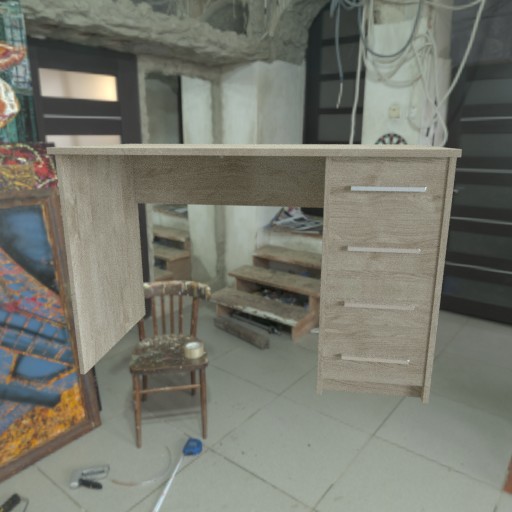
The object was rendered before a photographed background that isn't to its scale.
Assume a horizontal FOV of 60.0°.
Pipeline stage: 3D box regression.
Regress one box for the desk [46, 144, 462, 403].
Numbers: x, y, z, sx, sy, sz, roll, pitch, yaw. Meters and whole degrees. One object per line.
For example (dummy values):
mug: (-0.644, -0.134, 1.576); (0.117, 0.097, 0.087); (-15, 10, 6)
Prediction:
desk: (0.000, 0.000, 1.514); (1.096, 0.730, 0.560); (2, 15, 8)
